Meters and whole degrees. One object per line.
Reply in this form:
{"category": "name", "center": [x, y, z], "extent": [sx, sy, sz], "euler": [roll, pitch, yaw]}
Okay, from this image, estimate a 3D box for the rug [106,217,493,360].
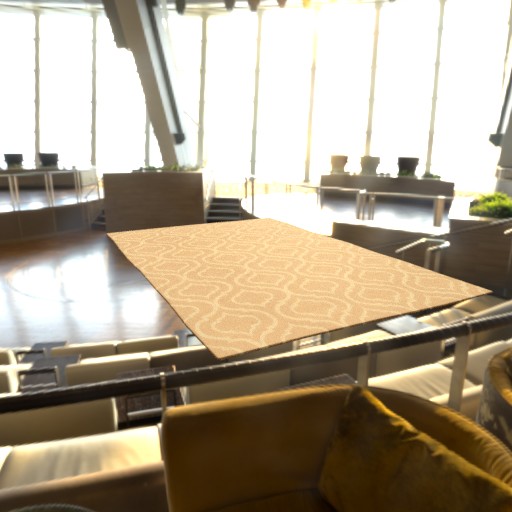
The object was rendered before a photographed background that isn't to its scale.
{"category": "rug", "center": [0.000, 0.000, 2.188], "extent": [1.152, 0.013, 1.761], "euler": [-8, 17, -26]}
